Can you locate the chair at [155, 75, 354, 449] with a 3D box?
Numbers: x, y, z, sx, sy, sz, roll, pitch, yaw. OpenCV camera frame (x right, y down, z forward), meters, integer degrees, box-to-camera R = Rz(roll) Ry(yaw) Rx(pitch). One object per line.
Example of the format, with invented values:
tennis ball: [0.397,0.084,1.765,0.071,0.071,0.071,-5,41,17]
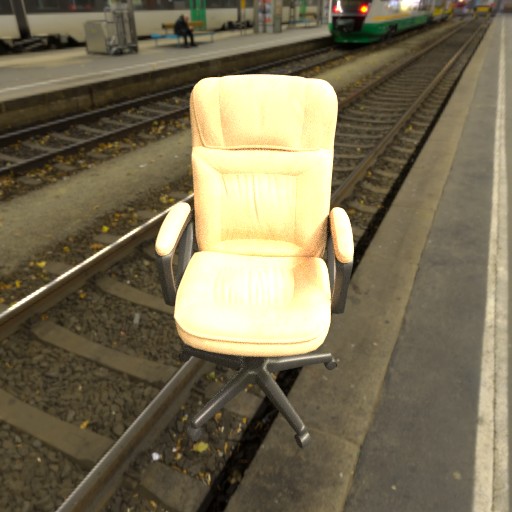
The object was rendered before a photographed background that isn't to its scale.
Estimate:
chair: [0.000,0.000,1.555,0.667,1.105,0.724,2,30,4]
